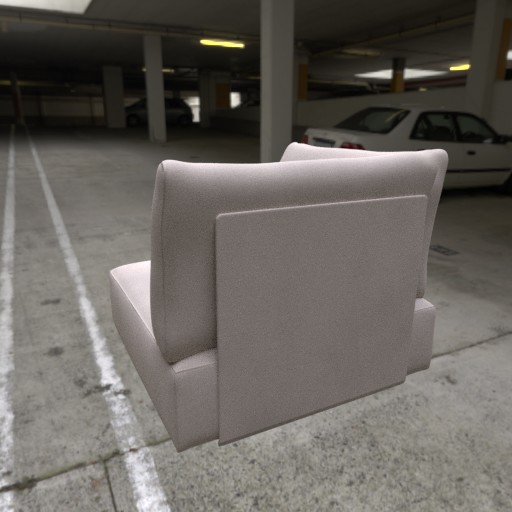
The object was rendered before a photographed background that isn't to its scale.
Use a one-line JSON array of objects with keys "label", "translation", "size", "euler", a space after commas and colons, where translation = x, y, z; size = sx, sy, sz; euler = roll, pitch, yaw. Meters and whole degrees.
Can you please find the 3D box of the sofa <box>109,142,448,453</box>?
[{"label": "sofa", "translation": [0.000, 0.000, 1.711], "size": [1.000, 0.820, 1.000], "euler": [-8, 18, -26]}]
